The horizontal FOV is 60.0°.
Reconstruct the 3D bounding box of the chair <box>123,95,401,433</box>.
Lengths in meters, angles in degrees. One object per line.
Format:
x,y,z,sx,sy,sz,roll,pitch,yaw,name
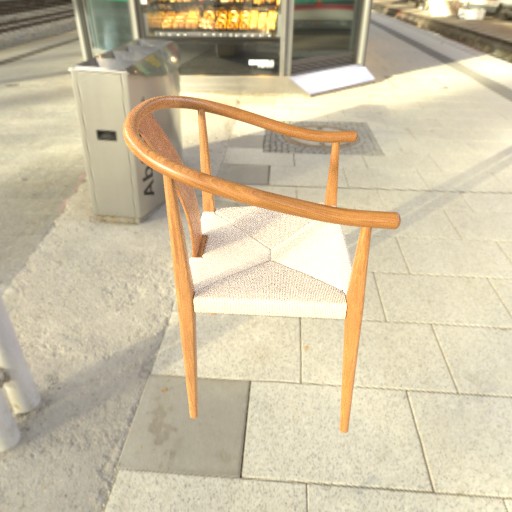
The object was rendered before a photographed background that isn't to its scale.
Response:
0.000,0.000,1.229,0.579,0.800,0.556,1,33,2,chair
